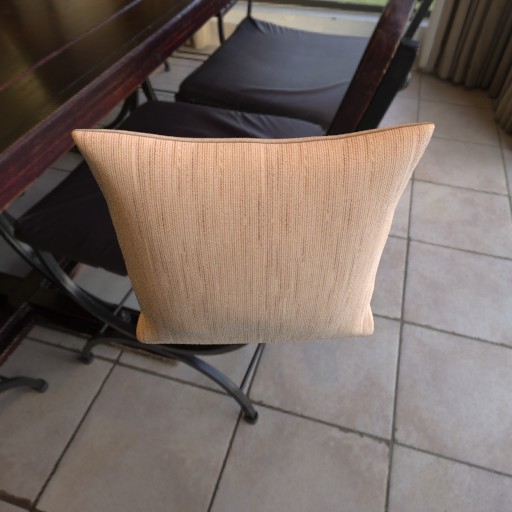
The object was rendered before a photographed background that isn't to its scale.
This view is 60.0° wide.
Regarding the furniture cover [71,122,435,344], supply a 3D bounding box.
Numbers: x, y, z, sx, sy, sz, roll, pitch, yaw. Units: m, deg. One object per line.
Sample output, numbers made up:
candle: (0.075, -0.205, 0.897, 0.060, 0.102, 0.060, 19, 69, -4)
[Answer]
furniture cover: (0.000, 0.000, 0.789, 0.512, 0.506, 0.178, -2, 46, -2)
